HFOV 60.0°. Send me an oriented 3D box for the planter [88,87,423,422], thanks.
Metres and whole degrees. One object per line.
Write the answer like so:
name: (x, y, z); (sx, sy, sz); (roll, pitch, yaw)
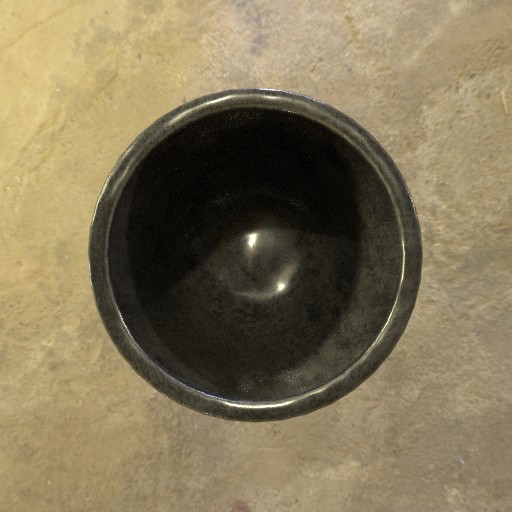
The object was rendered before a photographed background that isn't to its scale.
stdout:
planter: (0.000, 0.000, 0.245); (0.140, 0.129, 0.140); (0, 89, 0)
